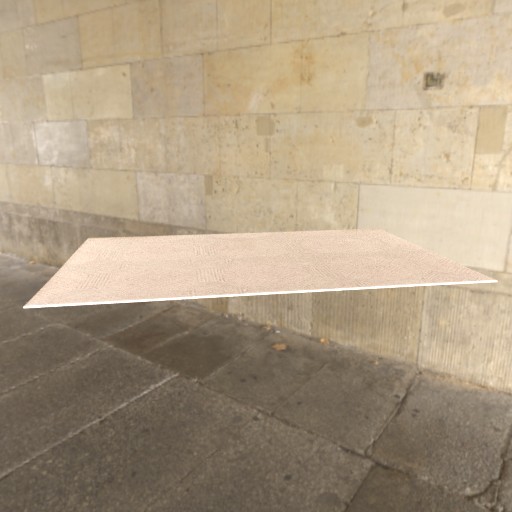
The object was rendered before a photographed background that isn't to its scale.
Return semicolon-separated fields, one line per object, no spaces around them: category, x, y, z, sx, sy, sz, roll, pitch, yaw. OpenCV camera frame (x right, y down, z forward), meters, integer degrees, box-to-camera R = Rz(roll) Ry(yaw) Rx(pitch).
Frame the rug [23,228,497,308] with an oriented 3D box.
rug;0.000;0.000;2.970;2.440;0.008;1.524;-2;15;-9
